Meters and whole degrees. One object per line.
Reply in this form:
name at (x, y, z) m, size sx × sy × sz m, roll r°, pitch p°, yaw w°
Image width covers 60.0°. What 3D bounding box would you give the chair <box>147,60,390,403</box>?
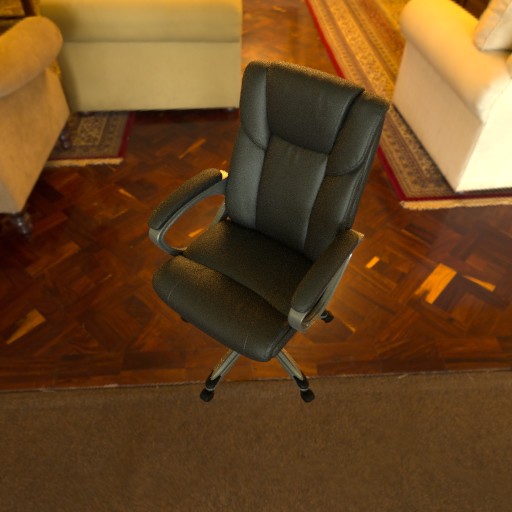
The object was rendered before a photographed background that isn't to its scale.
chair at (0.000, 0.000, 1.599) m, size 0.721 × 1.130 × 0.719 m, roll 29°, pitch 53°, yaw 25°
